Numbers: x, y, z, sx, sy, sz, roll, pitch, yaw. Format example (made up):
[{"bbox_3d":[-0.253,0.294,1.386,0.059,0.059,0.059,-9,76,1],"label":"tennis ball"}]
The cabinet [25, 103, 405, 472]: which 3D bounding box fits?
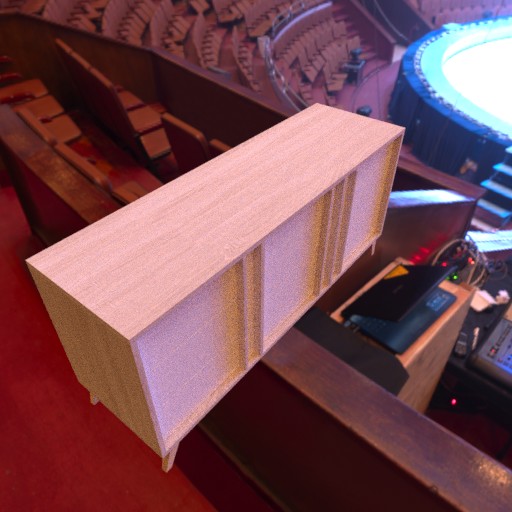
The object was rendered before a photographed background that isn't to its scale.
[{"bbox_3d":[0.000,0.000,1.990,0.500,0.780,1.649,27,47,29],"label":"cabinet"}]
